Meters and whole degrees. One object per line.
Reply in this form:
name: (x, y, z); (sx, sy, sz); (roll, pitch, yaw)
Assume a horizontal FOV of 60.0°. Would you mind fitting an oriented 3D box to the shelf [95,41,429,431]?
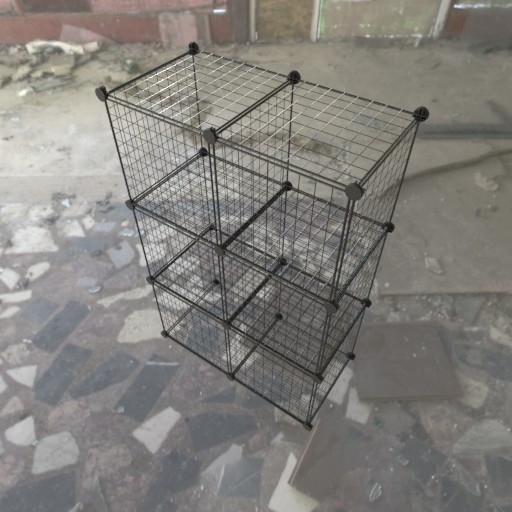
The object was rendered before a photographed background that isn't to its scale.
shelf: (0.000, 0.000, 1.418); (0.711, 1.067, 0.356); (26, 51, 23)
